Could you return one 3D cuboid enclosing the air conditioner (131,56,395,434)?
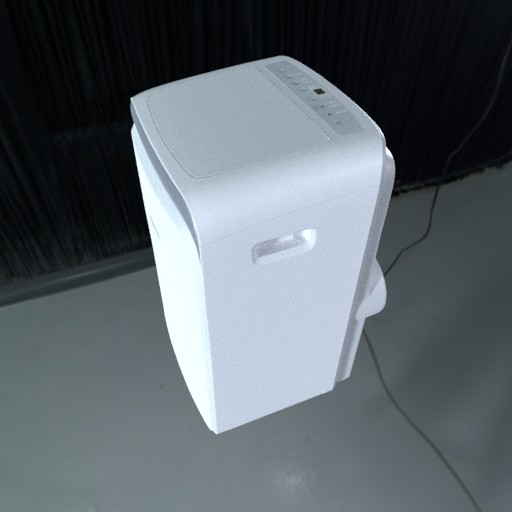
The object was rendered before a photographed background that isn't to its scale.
[{"bbox_3d":[0.000,0.000,1.052,0.467,0.765,0.478,-18,49,-16],"label":"air conditioner"}]
